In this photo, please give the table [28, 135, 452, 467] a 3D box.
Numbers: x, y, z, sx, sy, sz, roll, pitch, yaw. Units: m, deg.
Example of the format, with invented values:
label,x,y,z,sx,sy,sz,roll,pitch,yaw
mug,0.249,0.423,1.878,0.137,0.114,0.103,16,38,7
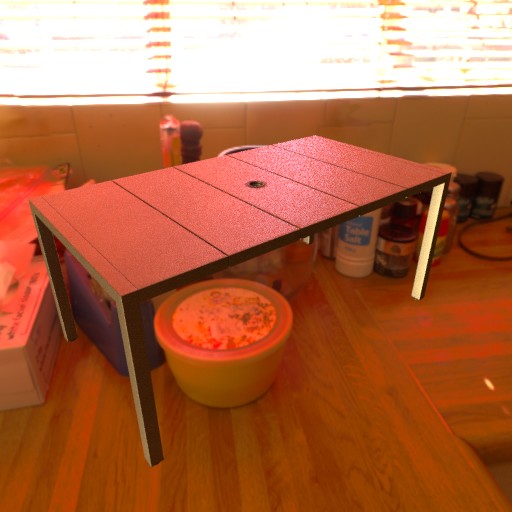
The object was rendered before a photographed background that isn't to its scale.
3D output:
label,x,y,z,sx,sy,sz,roll,pitch,yaw
table,0.000,0.000,2.151,1.680,0.735,0.914,-21,36,-33
